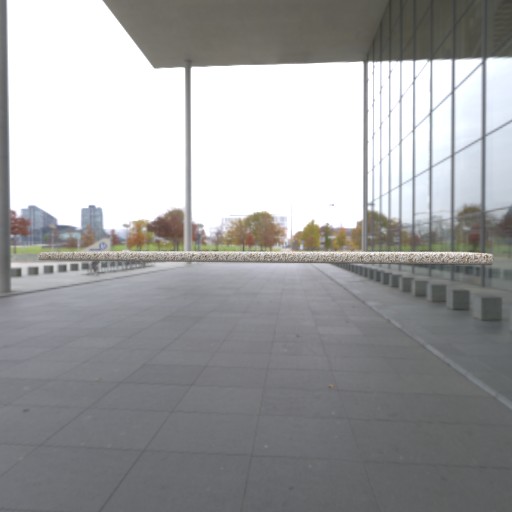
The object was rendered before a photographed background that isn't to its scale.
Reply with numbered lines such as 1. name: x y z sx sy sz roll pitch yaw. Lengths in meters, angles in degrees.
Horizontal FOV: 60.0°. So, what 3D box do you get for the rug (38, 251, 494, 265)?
1. rug: 0.000 0.000 1.684 1.524 0.030 0.609 0 1 19
